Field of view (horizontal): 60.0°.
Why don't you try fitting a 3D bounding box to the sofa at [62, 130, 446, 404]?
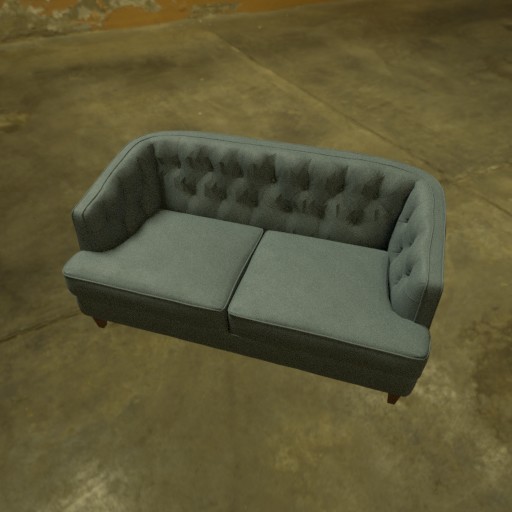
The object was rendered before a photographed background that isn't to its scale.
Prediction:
[{"bbox_3d":[0.000,0.000,2.292,1.733,0.855,0.941,11,42,13],"label":"sofa"}]
